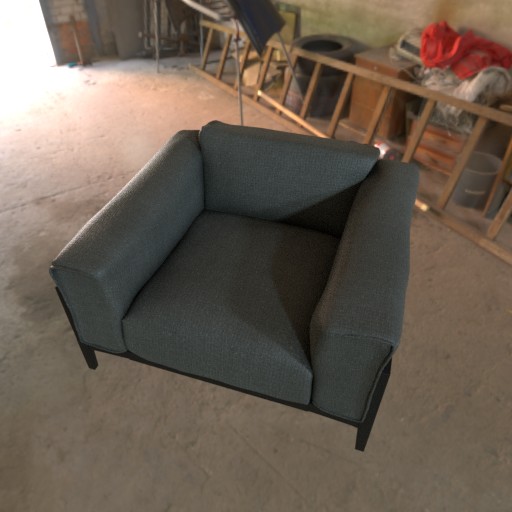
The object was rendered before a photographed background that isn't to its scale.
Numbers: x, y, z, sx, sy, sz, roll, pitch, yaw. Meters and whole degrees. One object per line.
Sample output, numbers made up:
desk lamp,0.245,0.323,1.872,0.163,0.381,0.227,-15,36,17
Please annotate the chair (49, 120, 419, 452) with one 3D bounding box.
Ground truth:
chair,0.000,0.000,1.671,1.056,0.646,0.969,12,43,13
